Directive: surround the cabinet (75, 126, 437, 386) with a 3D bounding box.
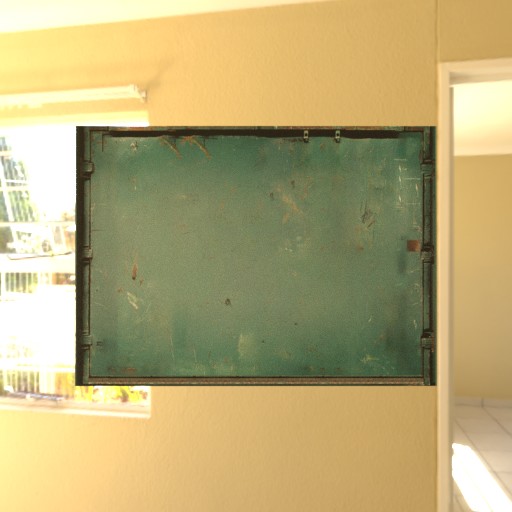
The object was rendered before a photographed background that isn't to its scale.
[{"bbox_3d":[0.000,0.000,4.017,3.001,2.160,0.680,0,0,0],"label":"cabinet"}]
